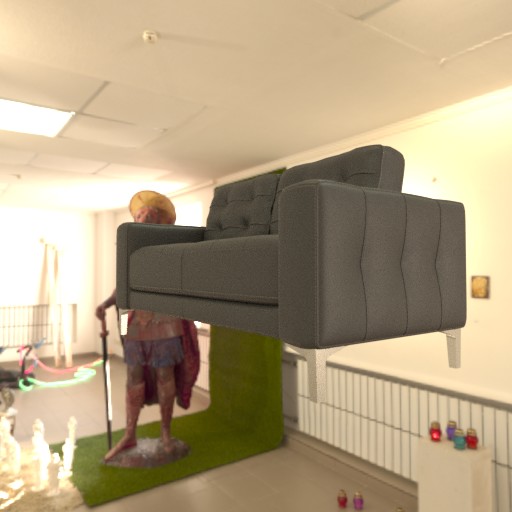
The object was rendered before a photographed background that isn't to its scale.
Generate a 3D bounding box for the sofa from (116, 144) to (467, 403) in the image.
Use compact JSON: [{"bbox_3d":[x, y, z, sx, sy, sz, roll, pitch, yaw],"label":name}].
[{"bbox_3d":[0.000,0.000,2.171,0.833,0.893,1.726,1,-2,-36],"label":"sofa"}]
